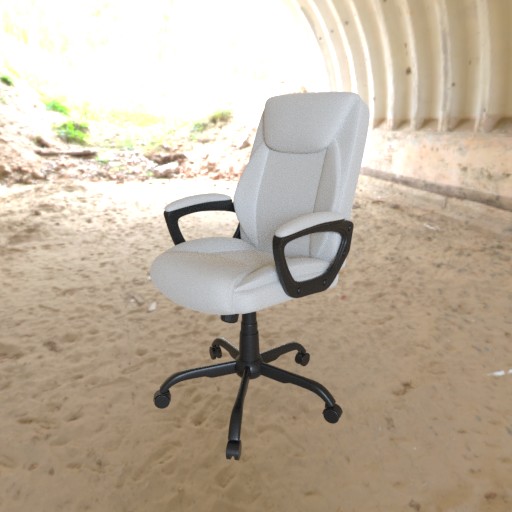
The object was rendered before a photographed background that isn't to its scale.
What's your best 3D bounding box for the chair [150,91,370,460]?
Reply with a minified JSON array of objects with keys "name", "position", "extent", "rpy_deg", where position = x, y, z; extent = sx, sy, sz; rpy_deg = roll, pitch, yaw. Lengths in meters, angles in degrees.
[{"name":"chair","position":[0.000,0.000,1.502],"extent":[0.663,1.065,0.669],"rpy_deg":[15,23,42]}]
